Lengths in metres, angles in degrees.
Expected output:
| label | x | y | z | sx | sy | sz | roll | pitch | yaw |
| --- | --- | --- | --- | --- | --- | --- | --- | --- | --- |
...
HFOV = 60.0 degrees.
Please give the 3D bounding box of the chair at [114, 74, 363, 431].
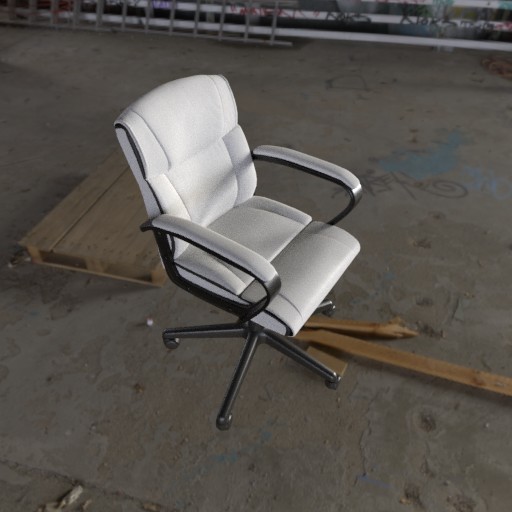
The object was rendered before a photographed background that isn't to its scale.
| label | x | y | z | sx | sy | sz | roll | pitch | yaw |
| --- | --- | --- | --- | --- | --- | --- | --- | --- | --- |
| chair | 0.000 | 0.000 | 1.483 | 0.717 | 1.004 | 0.739 | 24 | 46 | 25 |
